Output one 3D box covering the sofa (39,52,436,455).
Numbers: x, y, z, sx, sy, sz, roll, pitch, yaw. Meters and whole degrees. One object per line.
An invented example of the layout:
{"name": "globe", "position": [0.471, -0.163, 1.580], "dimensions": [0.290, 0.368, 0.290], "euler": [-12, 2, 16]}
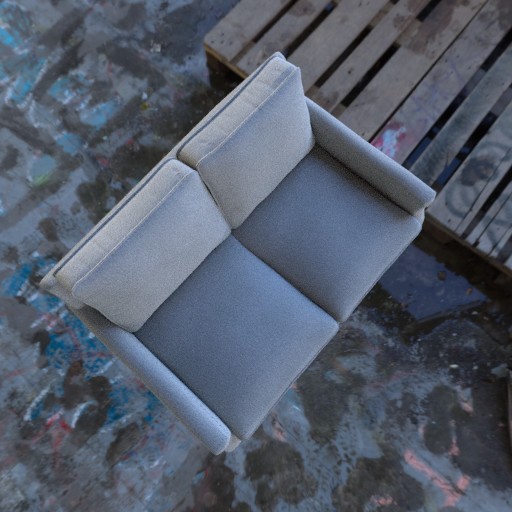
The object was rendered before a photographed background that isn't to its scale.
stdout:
{"name": "sofa", "position": [0.000, 0.000, 2.202], "dimensions": [1.084, 1.003, 1.597], "euler": [41, 79, 10]}
